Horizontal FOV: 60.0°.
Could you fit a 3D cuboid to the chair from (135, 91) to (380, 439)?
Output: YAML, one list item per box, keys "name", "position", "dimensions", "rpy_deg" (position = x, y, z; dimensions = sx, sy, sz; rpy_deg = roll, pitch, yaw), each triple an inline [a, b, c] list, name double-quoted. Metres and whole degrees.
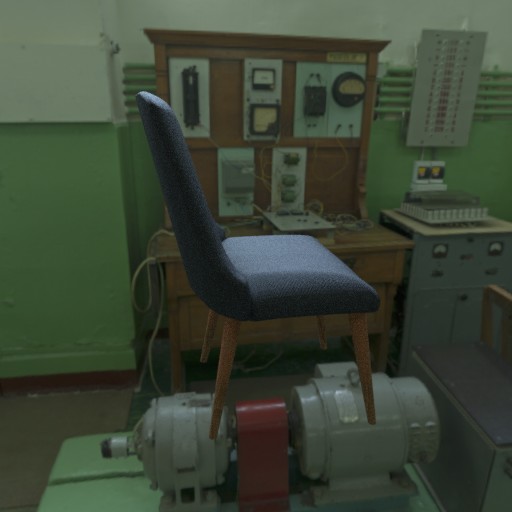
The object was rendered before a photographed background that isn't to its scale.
- name: "chair"
  position: [0.000, 0.000, 1.197]
  dimensions: [0.567, 0.820, 0.504]
  rpy_deg: [-3, 18, -10]
